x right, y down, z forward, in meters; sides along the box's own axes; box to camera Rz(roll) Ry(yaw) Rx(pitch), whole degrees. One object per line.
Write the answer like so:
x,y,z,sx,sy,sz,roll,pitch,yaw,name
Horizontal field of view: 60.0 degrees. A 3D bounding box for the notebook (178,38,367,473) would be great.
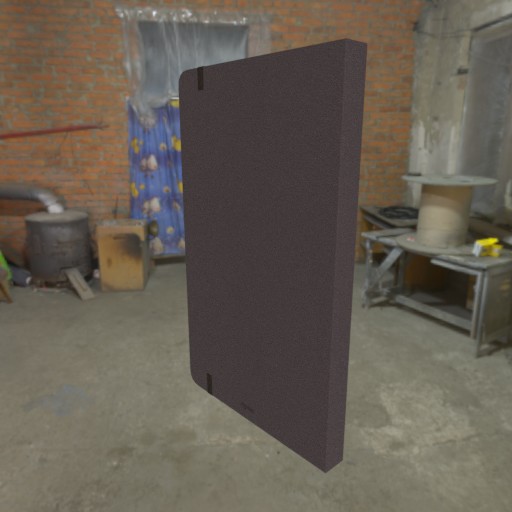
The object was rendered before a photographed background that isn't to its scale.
0.000,0.000,0.259,0.016,0.213,0.127,-13,20,-41,notebook
